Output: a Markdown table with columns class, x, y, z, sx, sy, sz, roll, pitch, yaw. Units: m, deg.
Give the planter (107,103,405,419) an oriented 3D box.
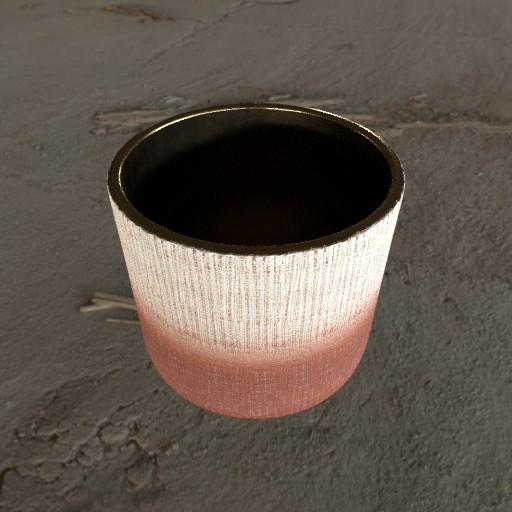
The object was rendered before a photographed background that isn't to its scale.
| class | x | y | z | sx | sy | sz | roll | pitch | yaw |
| --- | --- | --- | --- | --- | --- | --- | --- | --- | --- |
| planter | 0.000 | 0.000 | 0.453 | 0.254 | 0.221 | 0.254 | 0 | 41 | 0 |
